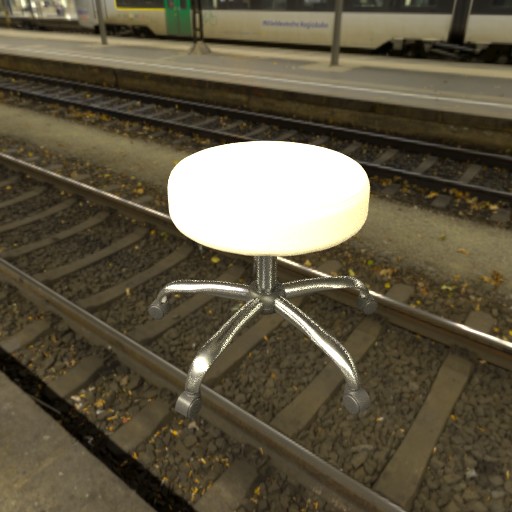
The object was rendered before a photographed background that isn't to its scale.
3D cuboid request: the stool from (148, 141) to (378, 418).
[{"bbox_3d":[0.000,0.000,1.061,0.614,0.482,0.634,8,31,14],"label":"stool"}]
